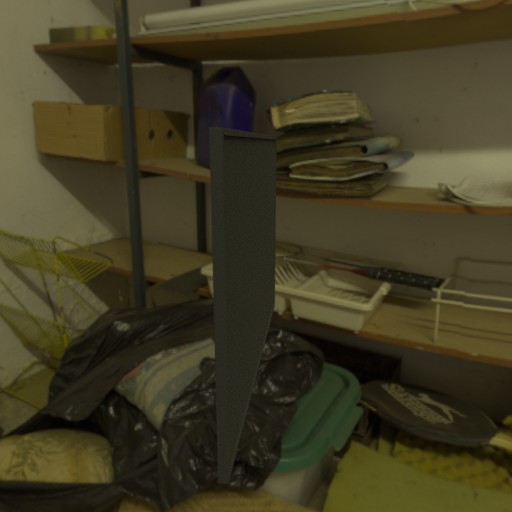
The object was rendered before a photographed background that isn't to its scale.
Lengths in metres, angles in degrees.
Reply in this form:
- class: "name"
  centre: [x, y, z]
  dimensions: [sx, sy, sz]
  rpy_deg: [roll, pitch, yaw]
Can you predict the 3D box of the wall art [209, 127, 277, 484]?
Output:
- class: "wall art"
  centre: [0.000, 0.000, 1.515]
  dimensions: [0.028, 0.805, 1.190]
  rpy_deg: [2, 14, 7]
